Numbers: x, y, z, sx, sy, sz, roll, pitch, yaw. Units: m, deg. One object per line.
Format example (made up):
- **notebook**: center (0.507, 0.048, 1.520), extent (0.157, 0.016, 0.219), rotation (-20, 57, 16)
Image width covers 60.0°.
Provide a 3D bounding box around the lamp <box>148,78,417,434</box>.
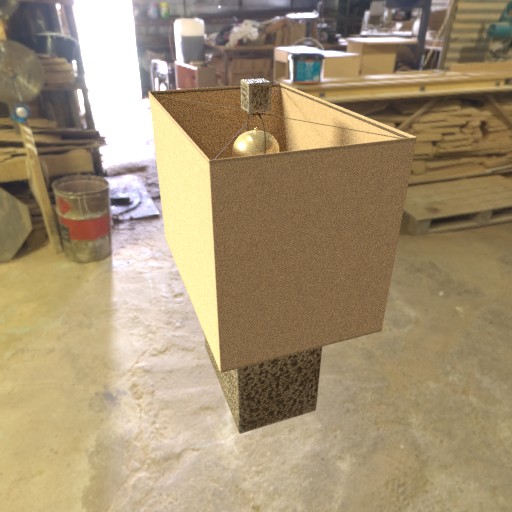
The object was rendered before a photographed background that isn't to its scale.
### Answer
- **lamp**: center (0.000, 0.000, 0.553), extent (0.180, 0.411, 0.294), rotation (-10, 32, -17)
